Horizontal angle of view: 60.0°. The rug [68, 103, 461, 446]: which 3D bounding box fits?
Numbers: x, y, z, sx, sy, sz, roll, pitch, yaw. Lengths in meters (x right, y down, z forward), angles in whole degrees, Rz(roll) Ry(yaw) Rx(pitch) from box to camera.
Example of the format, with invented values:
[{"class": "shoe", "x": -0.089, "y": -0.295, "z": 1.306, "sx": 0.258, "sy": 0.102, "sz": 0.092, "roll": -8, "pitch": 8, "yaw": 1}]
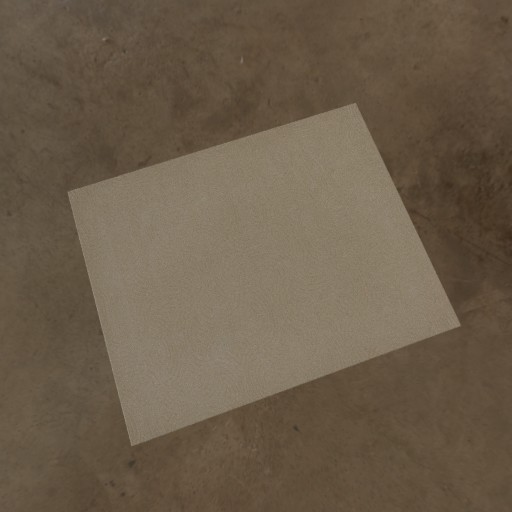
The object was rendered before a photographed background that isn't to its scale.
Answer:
[{"class": "rug", "x": 0.000, "y": 0.000, "z": 3.521, "sx": 2.584, "sy": 0.011, "sz": 2.073, "roll": -19, "pitch": 75, "yaw": -5}]
